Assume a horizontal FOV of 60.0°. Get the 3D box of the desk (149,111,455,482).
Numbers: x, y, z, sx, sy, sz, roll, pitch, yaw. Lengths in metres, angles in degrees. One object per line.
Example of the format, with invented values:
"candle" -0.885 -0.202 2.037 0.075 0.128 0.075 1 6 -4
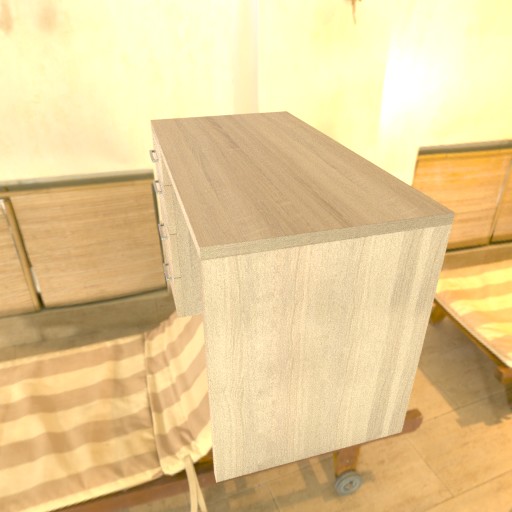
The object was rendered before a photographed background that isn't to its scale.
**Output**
"desk" 0.000 0.000 1.553 0.600 0.731 1.100 -8 31 -14
